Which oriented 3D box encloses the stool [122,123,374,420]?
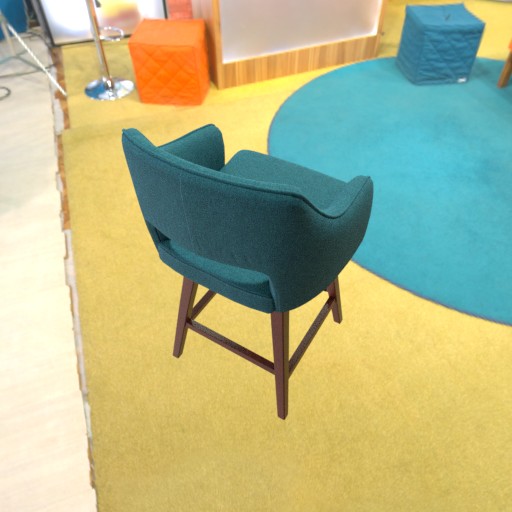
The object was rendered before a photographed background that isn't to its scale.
[{"bbox_3d":[0.000,0.000,1.330,0.548,0.961,0.556,24,51,21],"label":"stool"}]
